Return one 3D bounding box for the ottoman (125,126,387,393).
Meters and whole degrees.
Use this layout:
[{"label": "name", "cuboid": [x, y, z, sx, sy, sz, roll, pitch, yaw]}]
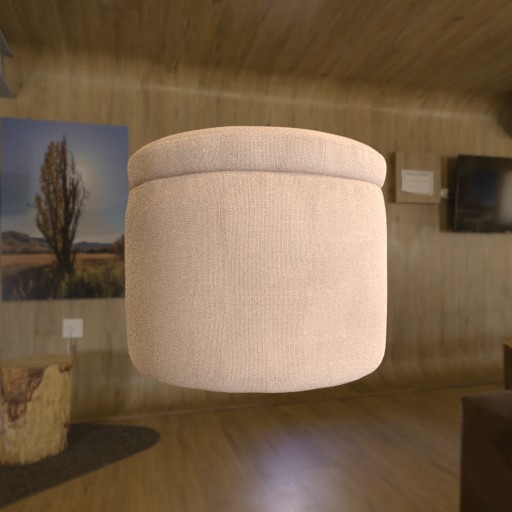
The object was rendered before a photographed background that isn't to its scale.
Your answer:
[{"label": "ottoman", "cuboid": [0.000, 0.000, 0.876, 0.497, 0.409, 0.497, 0, 0, 0]}]
